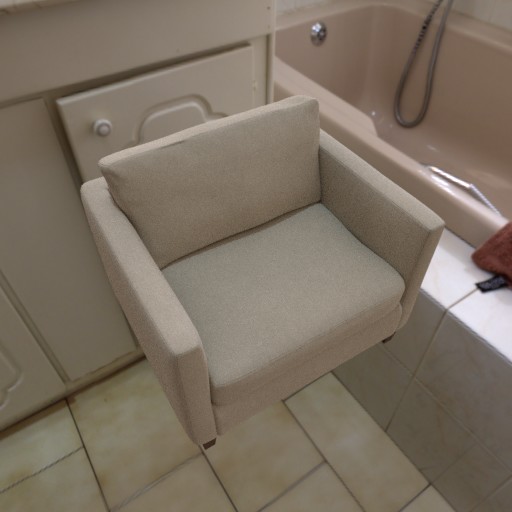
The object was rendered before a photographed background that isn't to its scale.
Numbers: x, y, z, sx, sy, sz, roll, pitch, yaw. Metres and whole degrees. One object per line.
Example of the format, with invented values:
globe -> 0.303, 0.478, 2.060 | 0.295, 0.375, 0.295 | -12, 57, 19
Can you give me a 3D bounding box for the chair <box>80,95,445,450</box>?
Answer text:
chair -> 0.000, 0.000, 1.856 | 1.107, 0.961, 0.959 | -24, 51, -21
